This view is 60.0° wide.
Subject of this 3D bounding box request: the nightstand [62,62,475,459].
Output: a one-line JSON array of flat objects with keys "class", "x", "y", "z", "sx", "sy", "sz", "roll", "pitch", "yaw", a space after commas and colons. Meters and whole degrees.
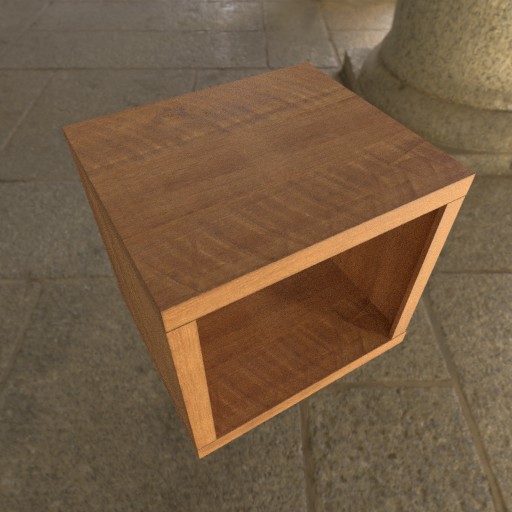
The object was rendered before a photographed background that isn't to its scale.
[{"class": "nightstand", "x": 0.000, "y": 0.000, "z": 0.868, "sx": 0.493, "sy": 0.491, "sz": 0.436, "roll": -23, "pitch": 51, "yaw": -20}]
